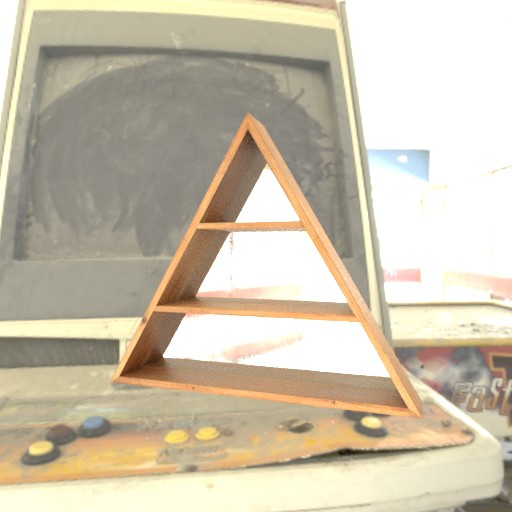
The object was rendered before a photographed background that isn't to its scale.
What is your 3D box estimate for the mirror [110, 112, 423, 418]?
[{"bbox_3d":[0.000,0.000,0.892,0.631,0.548,0.100,0,1,19],"label":"mirror"}]
